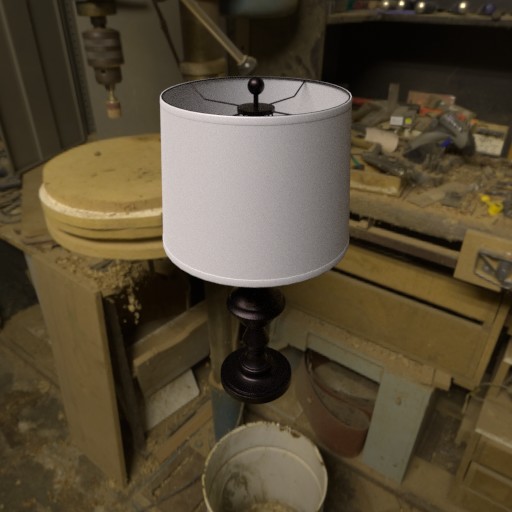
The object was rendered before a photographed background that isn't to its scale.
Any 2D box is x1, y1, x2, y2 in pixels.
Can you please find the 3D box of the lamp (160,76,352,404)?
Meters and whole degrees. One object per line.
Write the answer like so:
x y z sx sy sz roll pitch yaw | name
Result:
0.000 0.000 0.955 0.383 0.726 0.383 0 32 0 | lamp
